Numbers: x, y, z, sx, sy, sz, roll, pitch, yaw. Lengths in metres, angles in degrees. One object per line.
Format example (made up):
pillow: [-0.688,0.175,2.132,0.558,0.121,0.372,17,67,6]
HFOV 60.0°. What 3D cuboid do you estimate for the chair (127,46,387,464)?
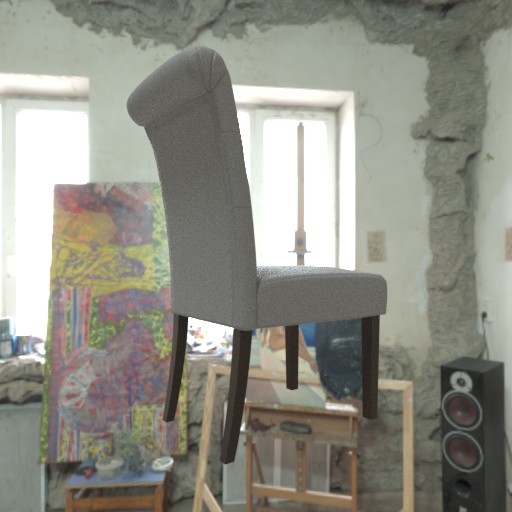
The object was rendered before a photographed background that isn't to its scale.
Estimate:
chair: [0.000,0.000,1.347,0.671,1.006,0.456,0,0,-36]
